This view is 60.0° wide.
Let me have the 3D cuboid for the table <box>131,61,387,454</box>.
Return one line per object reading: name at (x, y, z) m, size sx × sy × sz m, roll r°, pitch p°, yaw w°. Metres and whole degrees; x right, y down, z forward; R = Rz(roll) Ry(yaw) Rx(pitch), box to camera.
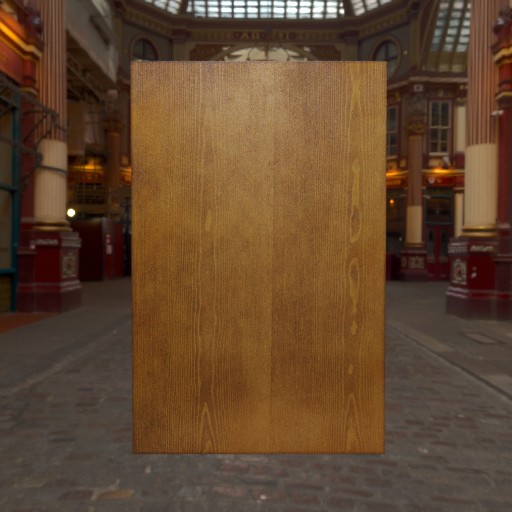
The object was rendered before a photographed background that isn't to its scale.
table at (0.000, 0.000, 0.957) m, size 0.400 × 0.605 × 0.550 m, roll 0°, pitch 1°, yaw 0°
